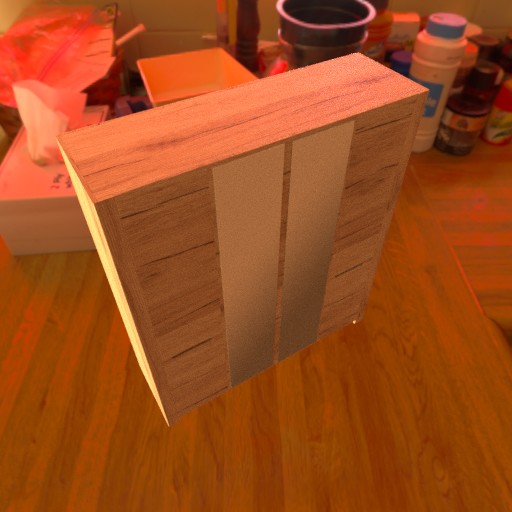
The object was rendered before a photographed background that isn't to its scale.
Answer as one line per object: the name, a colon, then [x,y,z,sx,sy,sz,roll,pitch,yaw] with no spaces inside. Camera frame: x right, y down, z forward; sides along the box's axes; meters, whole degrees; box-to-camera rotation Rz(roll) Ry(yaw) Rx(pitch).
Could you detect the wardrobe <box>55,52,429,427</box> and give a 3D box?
wardrobe: [0.000,0.000,2.937,1.810,2.070,0.580,-24,51,-21]
